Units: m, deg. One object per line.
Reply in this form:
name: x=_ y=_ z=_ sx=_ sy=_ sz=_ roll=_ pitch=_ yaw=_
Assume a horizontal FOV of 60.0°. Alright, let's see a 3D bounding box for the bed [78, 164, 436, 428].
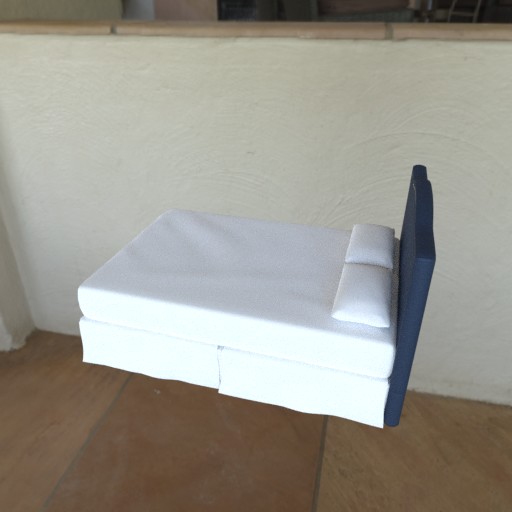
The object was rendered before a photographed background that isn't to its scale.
bed: x=0.000 y=0.000 z=3.670 sx=2.507 sy=1.441 sz=1.741 roll=8 pitch=30 yaw=14
